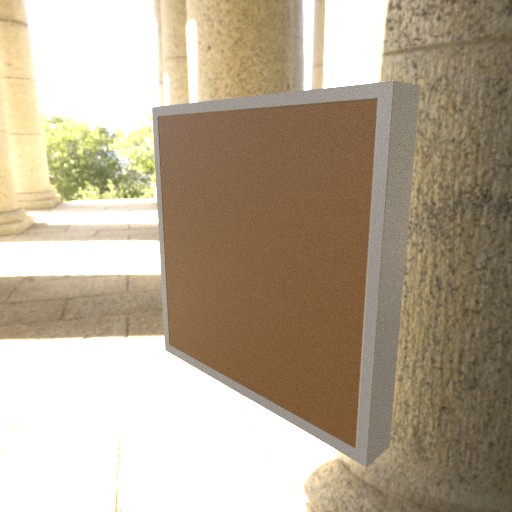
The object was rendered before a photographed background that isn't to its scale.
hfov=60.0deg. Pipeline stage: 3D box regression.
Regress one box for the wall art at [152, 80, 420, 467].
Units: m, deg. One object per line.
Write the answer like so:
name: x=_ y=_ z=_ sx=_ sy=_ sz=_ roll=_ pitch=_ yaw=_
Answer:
wall art: x=0.000 y=0.000 z=0.453 sx=0.038 sy=0.305 sz=0.305 roll=-13 pitch=19 yaw=-43
